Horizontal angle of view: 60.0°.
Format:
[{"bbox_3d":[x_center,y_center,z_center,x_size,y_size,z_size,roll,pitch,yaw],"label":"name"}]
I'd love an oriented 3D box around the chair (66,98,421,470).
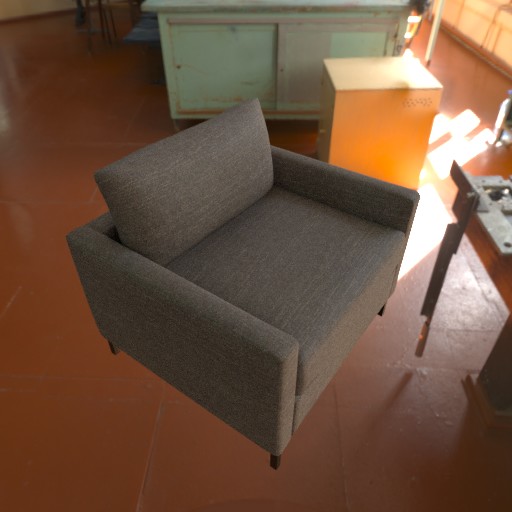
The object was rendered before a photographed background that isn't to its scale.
[{"bbox_3d":[0.000,0.000,1.601,0.845,0.841,0.940,25,46,27],"label":"chair"}]
